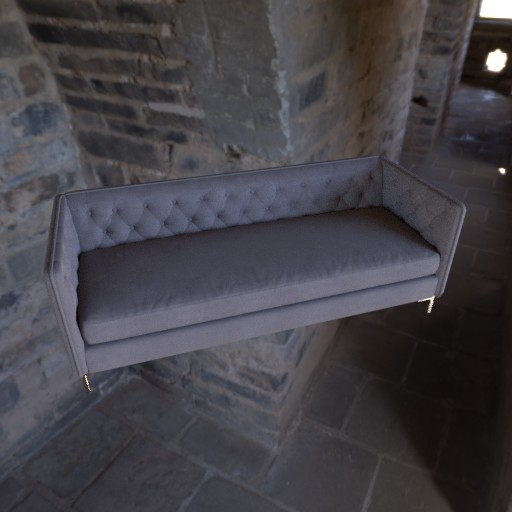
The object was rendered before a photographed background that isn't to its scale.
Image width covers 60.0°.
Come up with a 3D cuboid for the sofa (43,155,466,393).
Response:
[{"bbox_3d":[0.000,0.000,2.679,2.209,0.771,0.895,-10,33,-15],"label":"sofa"}]
